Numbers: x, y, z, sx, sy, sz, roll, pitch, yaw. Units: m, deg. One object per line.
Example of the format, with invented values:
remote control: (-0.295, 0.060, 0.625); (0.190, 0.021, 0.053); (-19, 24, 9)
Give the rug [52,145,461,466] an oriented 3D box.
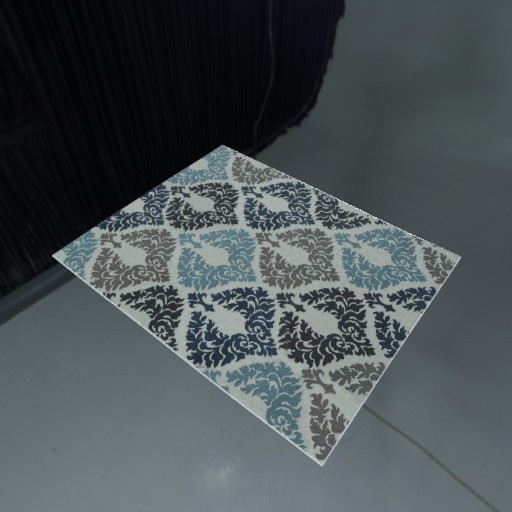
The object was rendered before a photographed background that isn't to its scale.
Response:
rug: (0.000, 0.000, 4.193); (3.040, 0.014, 2.423); (30, 54, 25)
